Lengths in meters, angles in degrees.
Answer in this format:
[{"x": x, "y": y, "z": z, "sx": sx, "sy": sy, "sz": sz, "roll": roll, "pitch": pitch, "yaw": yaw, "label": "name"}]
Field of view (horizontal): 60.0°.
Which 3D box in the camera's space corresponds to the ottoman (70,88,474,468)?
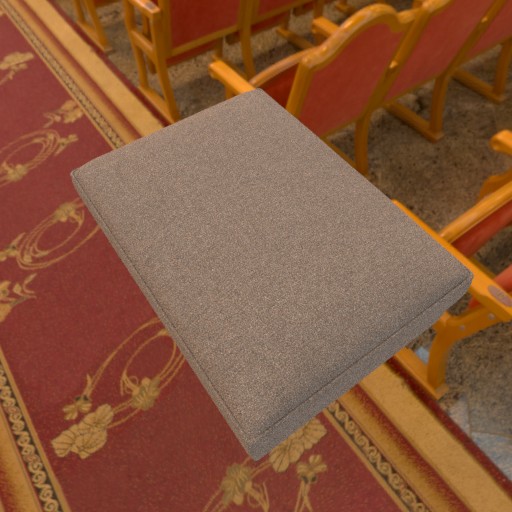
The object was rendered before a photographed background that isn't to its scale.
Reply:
[{"x": 0.000, "y": 0.000, "z": 1.127, "sx": 0.583, "sy": 0.464, "sz": 0.785, "roll": -31, "pitch": 62, "yaw": -19, "label": "ottoman"}]
